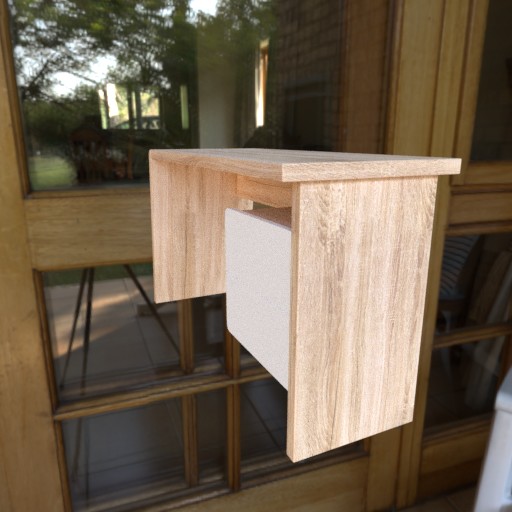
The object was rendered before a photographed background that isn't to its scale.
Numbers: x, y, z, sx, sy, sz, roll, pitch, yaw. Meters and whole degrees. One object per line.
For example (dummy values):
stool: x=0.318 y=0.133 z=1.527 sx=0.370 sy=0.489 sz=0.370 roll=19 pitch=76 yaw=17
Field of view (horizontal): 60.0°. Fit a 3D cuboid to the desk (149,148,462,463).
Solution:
desk: x=0.000 y=0.000 z=1.645 sx=0.500 sy=0.750 sz=1.300 roll=-7 pitch=16 yaw=-24
